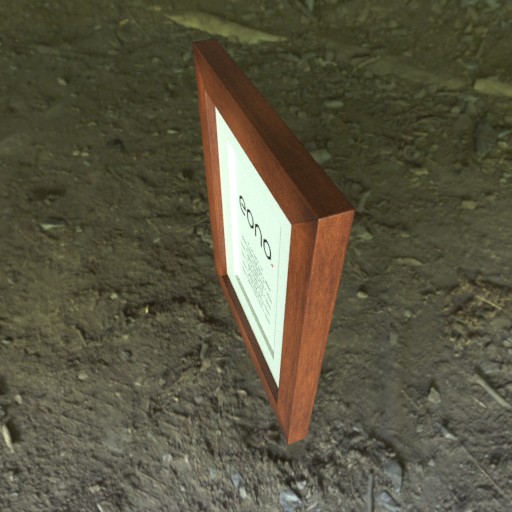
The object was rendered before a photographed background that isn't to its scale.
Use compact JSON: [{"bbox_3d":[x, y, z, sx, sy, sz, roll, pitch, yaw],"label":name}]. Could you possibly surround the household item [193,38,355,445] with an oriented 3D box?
[{"bbox_3d":[0.000,0.000,0.342,0.020,0.250,0.200,-15,49,-14],"label":"household item"}]
